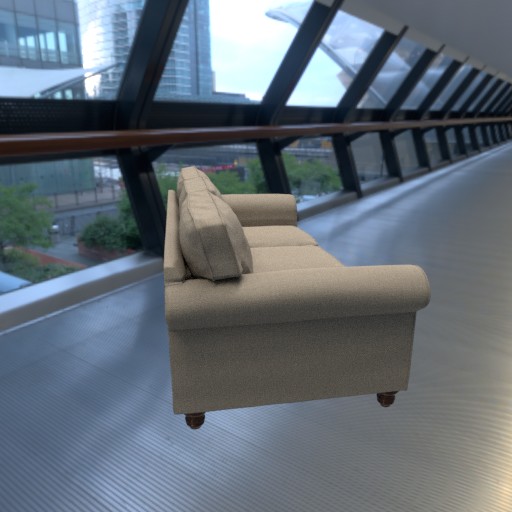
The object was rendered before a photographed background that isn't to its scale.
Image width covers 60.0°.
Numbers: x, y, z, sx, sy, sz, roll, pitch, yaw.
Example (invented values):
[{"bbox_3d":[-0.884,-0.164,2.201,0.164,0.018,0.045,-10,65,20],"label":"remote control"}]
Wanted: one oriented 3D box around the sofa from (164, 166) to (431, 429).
[{"bbox_3d":[0.000,0.000,2.589,0.998,0.889,2.118,-3,17,-10],"label":"sofa"}]
